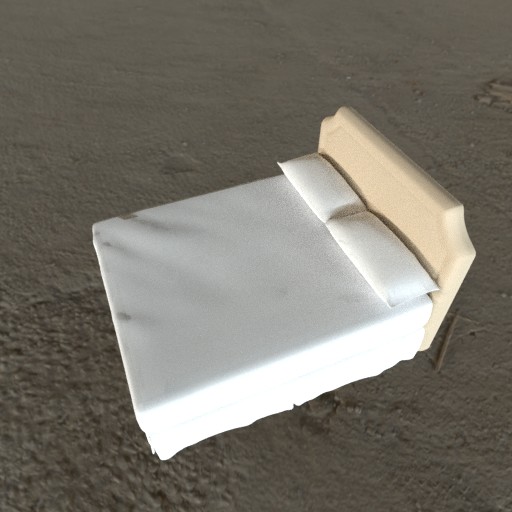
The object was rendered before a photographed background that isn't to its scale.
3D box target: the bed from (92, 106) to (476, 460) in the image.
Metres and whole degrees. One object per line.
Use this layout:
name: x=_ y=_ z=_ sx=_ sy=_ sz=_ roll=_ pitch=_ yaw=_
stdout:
bed: x=0.000 y=0.000 z=3.797 sx=2.548 sy=1.524 sz=2.134 roll=-17 pitch=49 yaw=-15
